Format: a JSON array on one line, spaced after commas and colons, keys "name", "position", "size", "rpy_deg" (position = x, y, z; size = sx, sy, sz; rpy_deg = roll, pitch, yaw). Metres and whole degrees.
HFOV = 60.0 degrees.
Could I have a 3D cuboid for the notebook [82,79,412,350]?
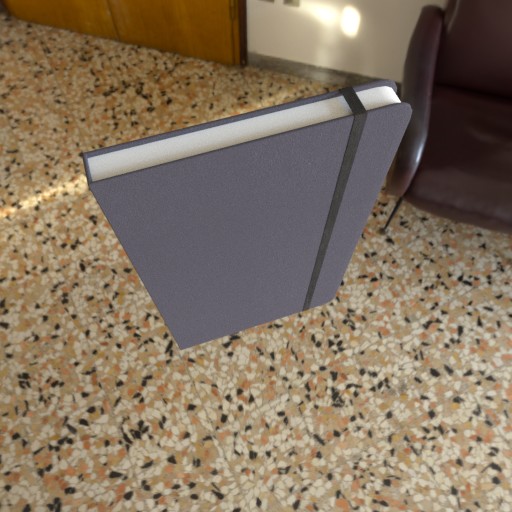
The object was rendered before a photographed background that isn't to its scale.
[{"name": "notebook", "position": [0.000, 0.000, 0.259], "size": [0.127, 0.213, 0.016], "rpy_deg": [-17, 64, -8]}]
